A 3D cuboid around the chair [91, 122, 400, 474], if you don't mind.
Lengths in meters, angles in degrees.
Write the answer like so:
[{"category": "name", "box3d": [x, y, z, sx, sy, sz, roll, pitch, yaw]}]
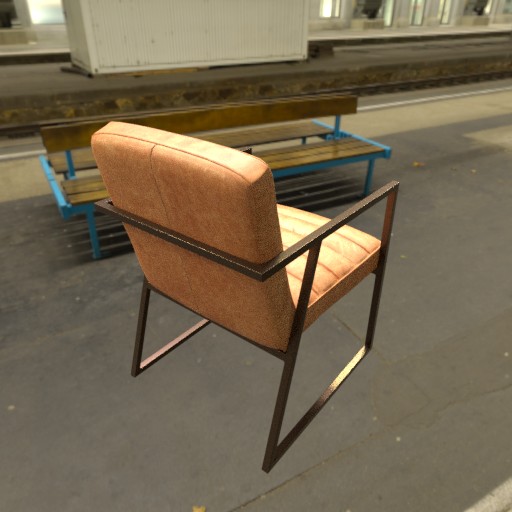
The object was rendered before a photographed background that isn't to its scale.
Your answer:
[{"category": "chair", "box3d": [0.000, 0.000, 1.311, 0.571, 0.832, 0.677, 22, 37, 33]}]
